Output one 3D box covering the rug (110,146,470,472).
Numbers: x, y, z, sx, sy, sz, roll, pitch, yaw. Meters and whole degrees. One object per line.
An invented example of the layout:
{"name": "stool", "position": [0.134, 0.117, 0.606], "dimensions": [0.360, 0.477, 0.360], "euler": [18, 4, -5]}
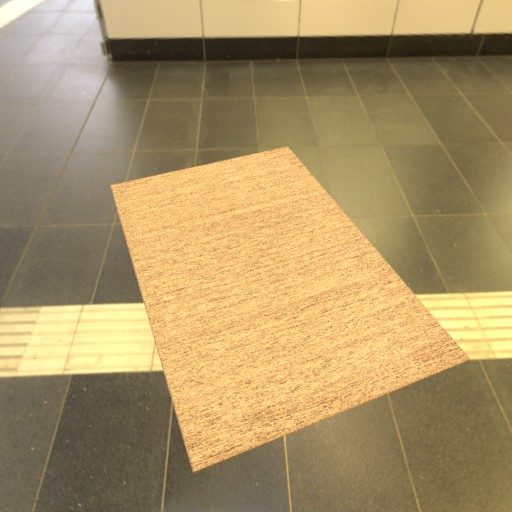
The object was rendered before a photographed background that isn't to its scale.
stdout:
{"name": "rug", "position": [0.000, 0.000, 2.329], "dimensions": [1.225, 0.013, 1.840], "euler": [-16, 47, -15]}
